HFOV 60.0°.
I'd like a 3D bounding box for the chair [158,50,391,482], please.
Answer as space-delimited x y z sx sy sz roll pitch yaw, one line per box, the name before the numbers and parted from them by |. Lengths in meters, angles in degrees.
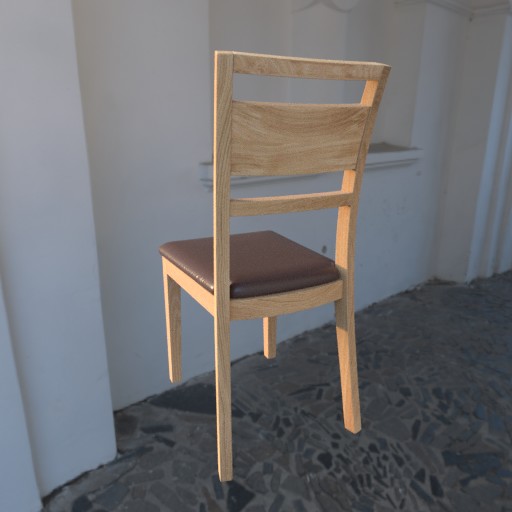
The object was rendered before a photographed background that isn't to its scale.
chair | 0.000 0.000 1.205 0.420 0.940 0.545 -8 18 -25
